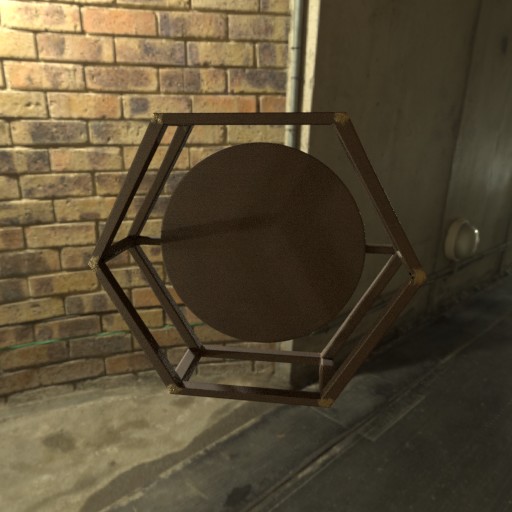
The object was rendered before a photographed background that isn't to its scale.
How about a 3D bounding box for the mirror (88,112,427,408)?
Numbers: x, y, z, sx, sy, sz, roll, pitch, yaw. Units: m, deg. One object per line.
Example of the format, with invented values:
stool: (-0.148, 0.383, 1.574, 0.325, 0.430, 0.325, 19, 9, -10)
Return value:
mirror: (0.000, 0.000, 0.548, 0.380, 0.334, 0.119, 2, 16, 8)
